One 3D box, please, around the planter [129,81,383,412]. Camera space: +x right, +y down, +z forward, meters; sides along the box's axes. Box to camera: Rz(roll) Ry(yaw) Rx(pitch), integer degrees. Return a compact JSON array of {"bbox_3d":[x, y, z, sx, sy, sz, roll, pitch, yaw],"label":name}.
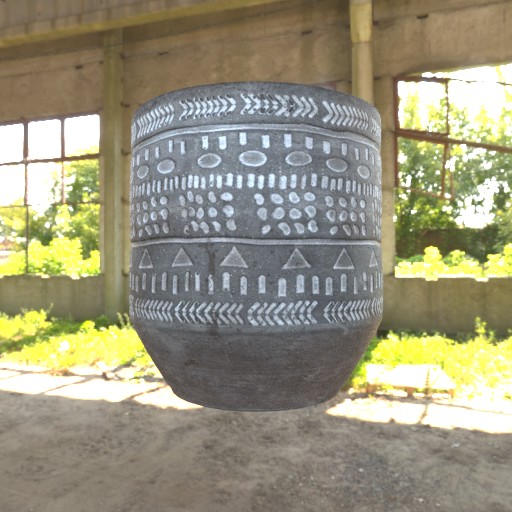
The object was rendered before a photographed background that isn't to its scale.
[{"bbox_3d":[0.000,0.000,0.221,0.122,0.128,0.122,0,-1,0],"label":"planter"}]
